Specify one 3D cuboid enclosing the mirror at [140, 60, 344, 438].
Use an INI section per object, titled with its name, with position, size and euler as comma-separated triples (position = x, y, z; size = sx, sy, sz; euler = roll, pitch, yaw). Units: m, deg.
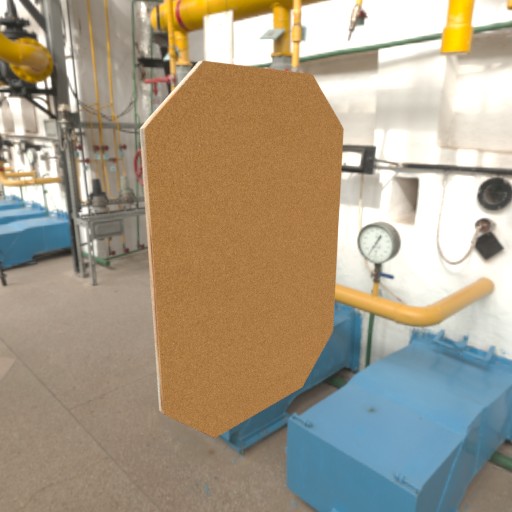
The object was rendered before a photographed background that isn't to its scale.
[mirror]
position = 0.000, 0.000, 1.297
size = 0.709, 1.015, 0.061
euler = -15, 22, -41
